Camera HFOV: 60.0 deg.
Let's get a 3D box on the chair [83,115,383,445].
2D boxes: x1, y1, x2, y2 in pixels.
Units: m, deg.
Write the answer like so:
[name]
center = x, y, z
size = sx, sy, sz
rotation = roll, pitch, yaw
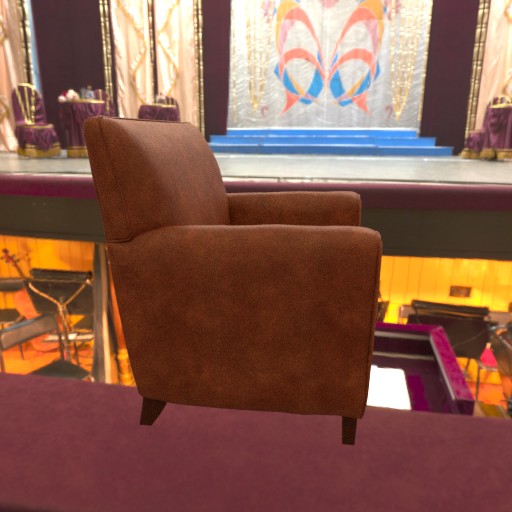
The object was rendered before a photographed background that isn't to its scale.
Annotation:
[chair]
center = 0.000, 0.000, 1.596
size = 0.823, 0.943, 0.870
rotation = 2, 16, 9
